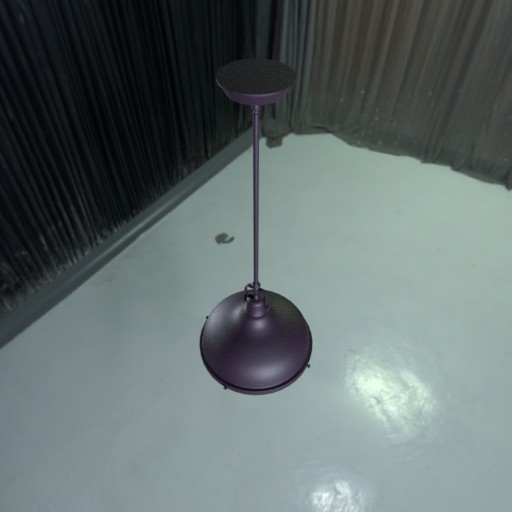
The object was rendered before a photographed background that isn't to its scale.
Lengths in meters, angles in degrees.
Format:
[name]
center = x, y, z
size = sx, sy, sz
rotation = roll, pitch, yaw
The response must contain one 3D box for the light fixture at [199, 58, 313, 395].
[light fixture]
center = 0.000, 0.000, 1.024
size = 0.341, 0.849, 0.341
rotation = 22, 50, 20
